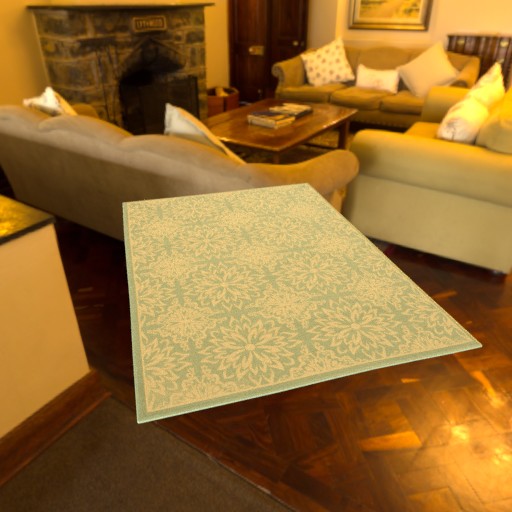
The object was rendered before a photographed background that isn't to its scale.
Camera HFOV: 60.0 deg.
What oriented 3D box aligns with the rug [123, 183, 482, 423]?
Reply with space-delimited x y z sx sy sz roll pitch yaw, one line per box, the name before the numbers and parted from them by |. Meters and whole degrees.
rug | 0.000 0.000 2.813 1.589 0.014 2.205 -8 31 -14
